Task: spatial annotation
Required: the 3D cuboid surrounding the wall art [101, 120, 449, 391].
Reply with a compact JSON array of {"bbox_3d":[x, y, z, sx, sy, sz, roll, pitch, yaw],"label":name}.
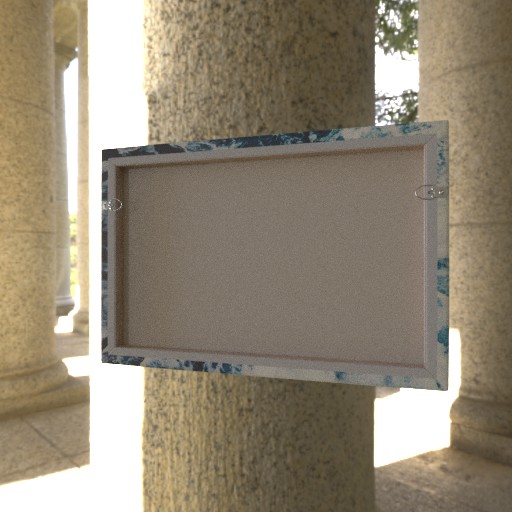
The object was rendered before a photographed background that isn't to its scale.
[{"bbox_3d":[0.000,0.000,1.141,0.915,0.610,0.042,0,0,17],"label":"wall art"}]
